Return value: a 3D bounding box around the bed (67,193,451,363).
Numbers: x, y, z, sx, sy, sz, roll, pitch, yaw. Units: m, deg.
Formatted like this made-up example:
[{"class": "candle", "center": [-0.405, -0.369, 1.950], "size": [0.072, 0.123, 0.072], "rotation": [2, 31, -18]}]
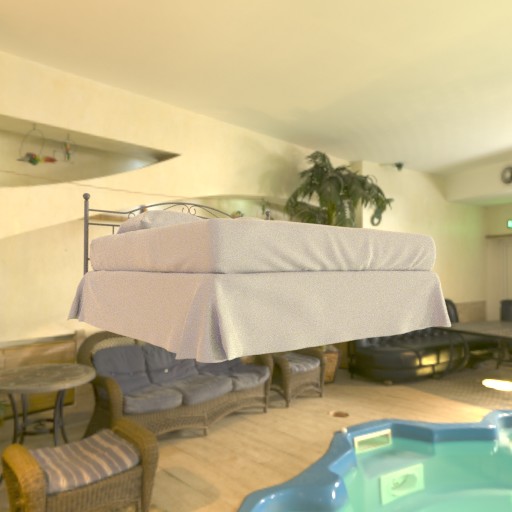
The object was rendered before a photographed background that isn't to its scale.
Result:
[{"class": "bed", "center": [0.000, 0.000, 3.513], "size": [2.309, 1.080, 2.220], "rotation": [1, -2, -37]}]
